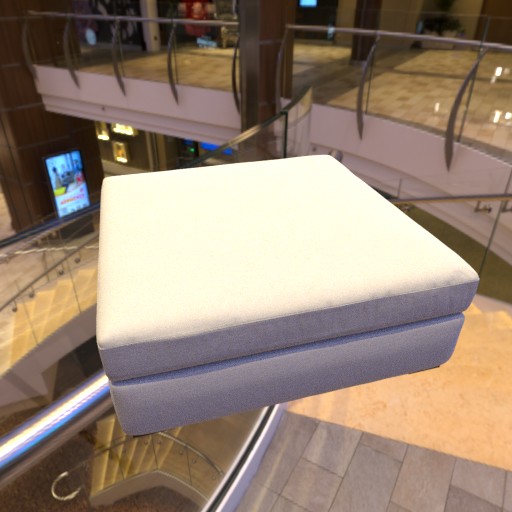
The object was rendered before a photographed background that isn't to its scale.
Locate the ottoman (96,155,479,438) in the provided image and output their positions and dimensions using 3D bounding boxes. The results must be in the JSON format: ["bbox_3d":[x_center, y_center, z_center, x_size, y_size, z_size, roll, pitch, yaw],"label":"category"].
[{"bbox_3d":[0.000,0.000,1.774,1.163,0.482,1.167,-8,33,-13],"label":"ottoman"}]
